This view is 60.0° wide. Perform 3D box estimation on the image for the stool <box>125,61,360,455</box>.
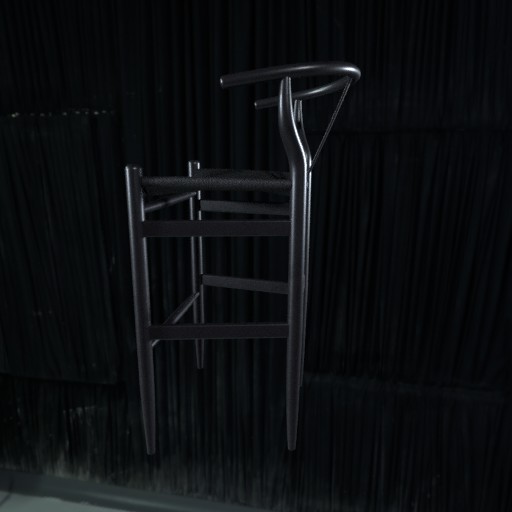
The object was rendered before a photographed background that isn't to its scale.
[{"bbox_3d":[0.000,0.000,1.381,0.579,1.072,0.569,2,13,8],"label":"stool"}]
